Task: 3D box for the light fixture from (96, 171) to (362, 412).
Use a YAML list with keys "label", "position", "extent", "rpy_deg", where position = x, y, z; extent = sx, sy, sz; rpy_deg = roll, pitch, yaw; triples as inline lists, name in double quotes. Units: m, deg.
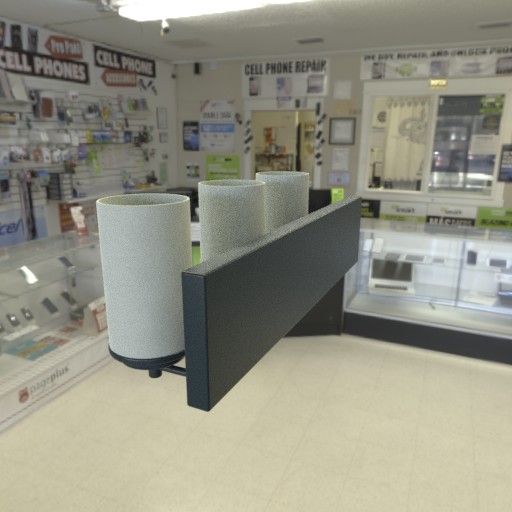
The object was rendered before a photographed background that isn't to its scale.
- label: "light fixture"
  position: [0.000, 0.000, 0.534]
  extent: [0.145, 0.172, 0.451]
  rpy_deg: [7, 17, 25]
